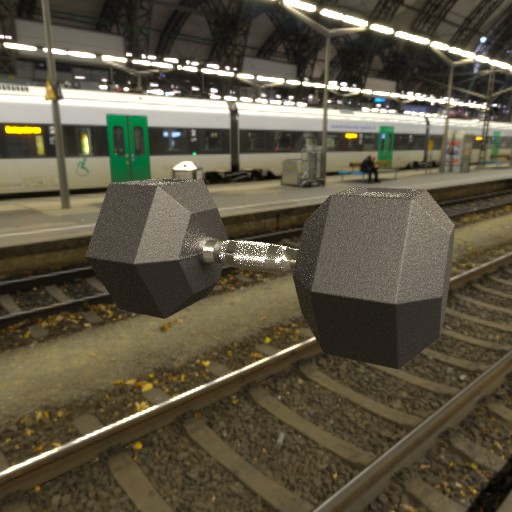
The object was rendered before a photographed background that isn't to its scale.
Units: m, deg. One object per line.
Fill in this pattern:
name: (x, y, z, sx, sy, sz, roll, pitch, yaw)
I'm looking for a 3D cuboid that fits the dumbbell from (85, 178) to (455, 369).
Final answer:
dumbbell: (0.000, 0.000, 0.339, 0.271, 0.106, 0.122, 7, 16, 26)
